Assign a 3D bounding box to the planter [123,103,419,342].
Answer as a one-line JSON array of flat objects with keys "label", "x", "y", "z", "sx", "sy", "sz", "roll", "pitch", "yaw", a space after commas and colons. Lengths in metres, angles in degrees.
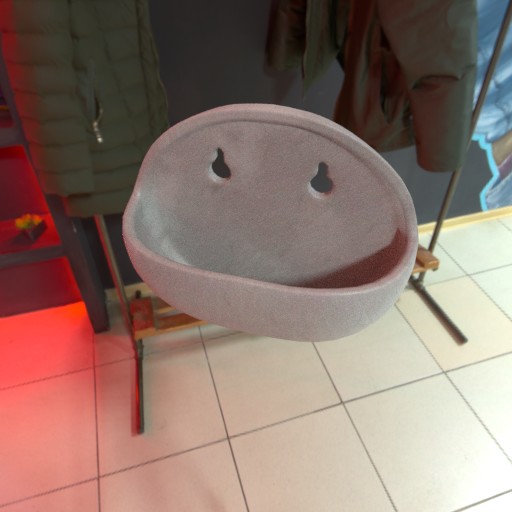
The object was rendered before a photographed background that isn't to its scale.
[{"label": "planter", "x": 0.000, "y": 0.000, "z": 0.274, "sx": 0.190, "sy": 0.164, "sz": 0.073, "roll": 10, "pitch": 43, "yaw": 11}]
